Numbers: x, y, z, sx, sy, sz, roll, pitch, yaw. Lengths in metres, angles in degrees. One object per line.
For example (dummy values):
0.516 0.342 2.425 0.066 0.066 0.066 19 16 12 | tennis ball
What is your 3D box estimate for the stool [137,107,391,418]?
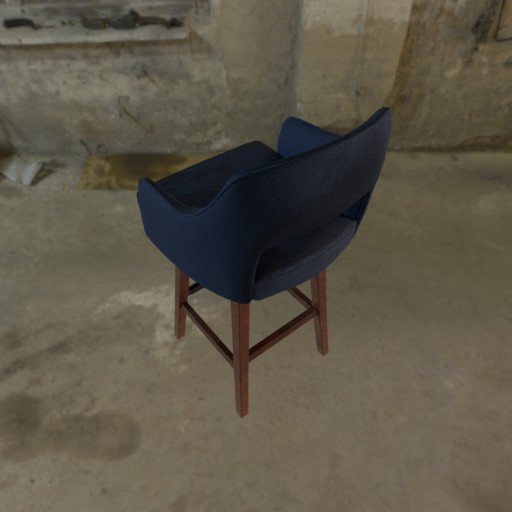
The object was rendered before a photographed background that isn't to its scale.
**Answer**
0.000 0.000 1.355 0.550 1.041 0.560 -30 52 -26 | stool
